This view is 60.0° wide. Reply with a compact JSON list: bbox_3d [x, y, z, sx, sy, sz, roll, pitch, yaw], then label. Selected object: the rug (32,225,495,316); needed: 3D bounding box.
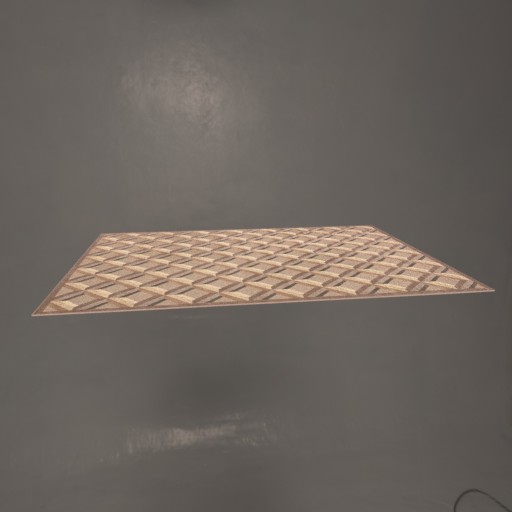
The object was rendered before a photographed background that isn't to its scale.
[{"bbox_3d":[0.000,0.000,4.235,3.294,0.018,2.382,-2,16,-8],"label":"rug"}]
